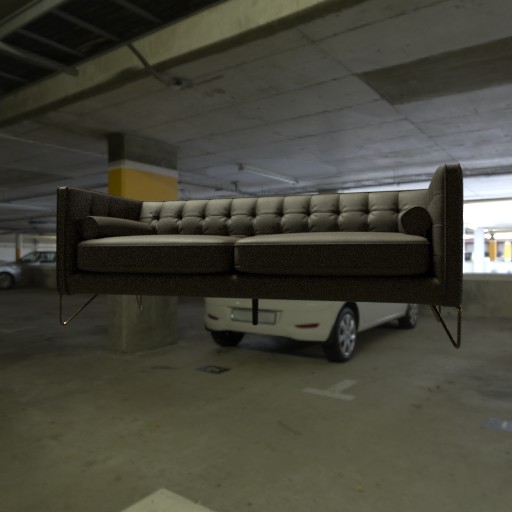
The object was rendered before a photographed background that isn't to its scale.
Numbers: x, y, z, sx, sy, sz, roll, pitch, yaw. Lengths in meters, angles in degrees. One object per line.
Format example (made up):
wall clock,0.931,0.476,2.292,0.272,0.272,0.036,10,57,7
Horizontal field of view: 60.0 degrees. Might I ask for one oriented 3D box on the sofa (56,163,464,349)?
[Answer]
sofa,0.000,0.000,2.534,2.087,0.789,0.867,0,0,18
